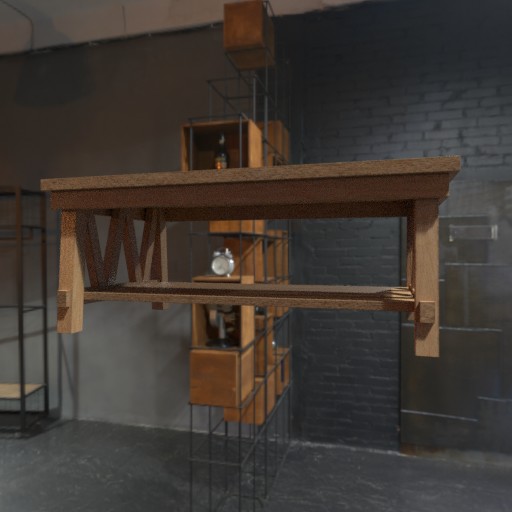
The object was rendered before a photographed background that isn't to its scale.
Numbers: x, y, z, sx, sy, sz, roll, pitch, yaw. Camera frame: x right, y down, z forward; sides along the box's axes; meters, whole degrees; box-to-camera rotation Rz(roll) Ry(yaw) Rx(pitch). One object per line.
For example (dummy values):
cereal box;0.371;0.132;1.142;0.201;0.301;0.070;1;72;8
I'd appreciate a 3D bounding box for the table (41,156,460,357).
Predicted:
table;0.000;0.000;1.622;1.270;0.507;0.711;0;1;17
